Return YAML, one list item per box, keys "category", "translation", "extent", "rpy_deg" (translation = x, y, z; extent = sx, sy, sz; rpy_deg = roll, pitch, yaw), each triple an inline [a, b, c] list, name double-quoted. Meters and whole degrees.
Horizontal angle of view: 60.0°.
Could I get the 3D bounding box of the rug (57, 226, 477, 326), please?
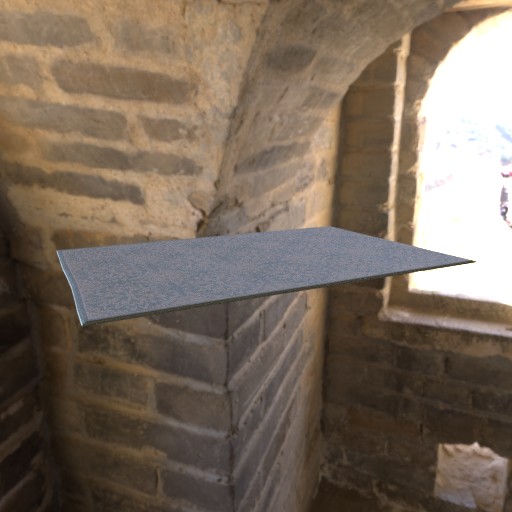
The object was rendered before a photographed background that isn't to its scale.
- category: "rug"
  translation: [0.000, 0.000, 3.458]
  extent: [2.746, 0.018, 1.819]
  rpy_deg: [-7, 15, -26]
